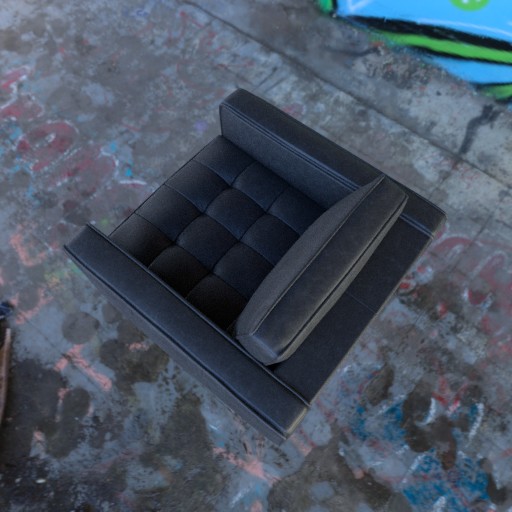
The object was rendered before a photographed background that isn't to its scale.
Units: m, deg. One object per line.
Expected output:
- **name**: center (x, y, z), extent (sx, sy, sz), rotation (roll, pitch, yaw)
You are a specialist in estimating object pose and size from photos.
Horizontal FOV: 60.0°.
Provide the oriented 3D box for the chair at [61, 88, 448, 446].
- **chair**: center (0.000, 0.000, 1.580), extent (0.914, 0.763, 0.889), rotation (36, 70, 16)
